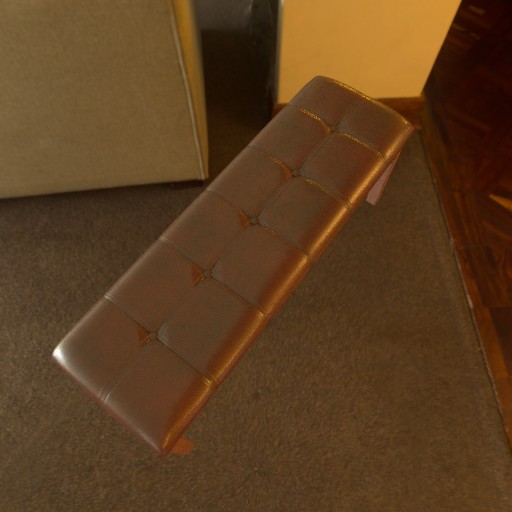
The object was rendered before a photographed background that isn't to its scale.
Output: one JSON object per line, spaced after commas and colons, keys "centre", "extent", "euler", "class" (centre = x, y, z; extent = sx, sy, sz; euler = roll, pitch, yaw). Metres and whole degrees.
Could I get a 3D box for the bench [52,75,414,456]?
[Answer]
{"centre": [0.000, 0.000, 1.478], "extent": [0.401, 0.491, 1.259], "euler": [34, 69, 15], "class": "bench"}
